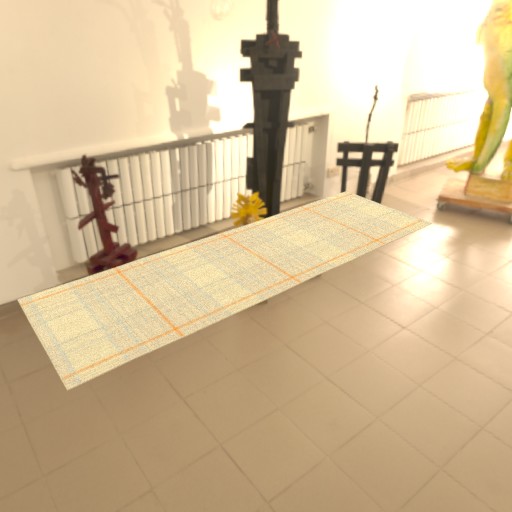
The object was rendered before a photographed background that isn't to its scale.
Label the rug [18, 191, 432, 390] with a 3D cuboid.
[{"bbox_3d":[0.000,0.000,2.617,2.442,0.016,0.770,-21,35,-33],"label":"rug"}]
